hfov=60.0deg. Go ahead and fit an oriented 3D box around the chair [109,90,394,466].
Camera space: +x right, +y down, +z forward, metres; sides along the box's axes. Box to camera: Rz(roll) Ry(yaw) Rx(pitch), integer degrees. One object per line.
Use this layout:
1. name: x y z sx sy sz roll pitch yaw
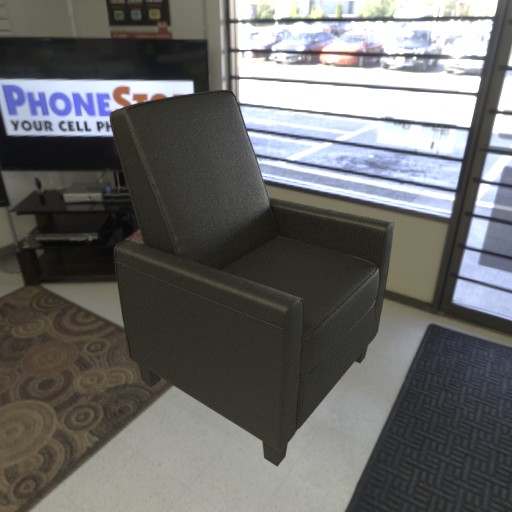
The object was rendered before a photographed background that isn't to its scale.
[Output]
1. chair: 0.000 0.000 1.545 0.746 1.013 0.705 19 33 32
